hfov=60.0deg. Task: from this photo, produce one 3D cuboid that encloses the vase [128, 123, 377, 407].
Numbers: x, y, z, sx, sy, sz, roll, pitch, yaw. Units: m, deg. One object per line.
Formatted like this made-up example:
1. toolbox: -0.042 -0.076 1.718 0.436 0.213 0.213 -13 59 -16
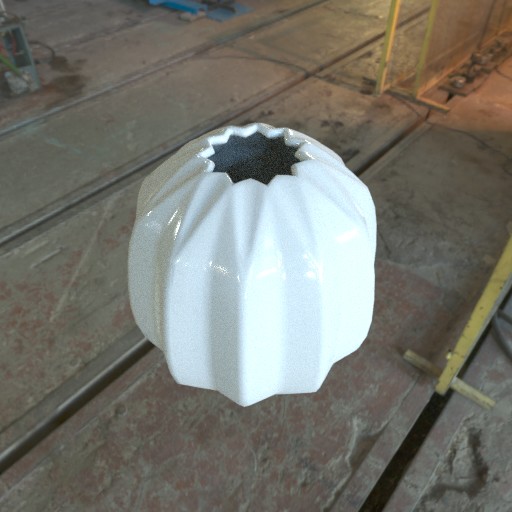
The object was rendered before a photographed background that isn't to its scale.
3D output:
1. vase: 0.000 0.000 0.245 0.139 0.134 0.139 0 46 0
